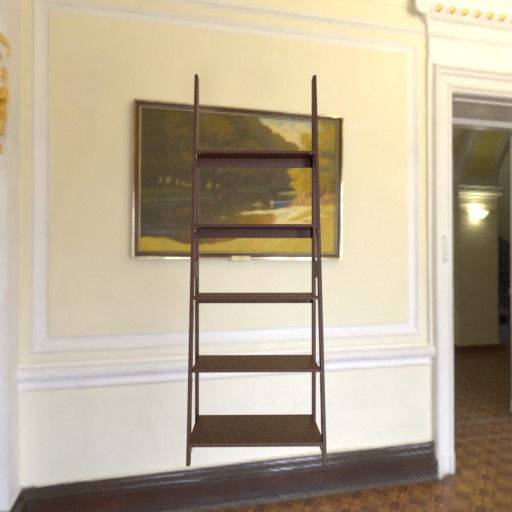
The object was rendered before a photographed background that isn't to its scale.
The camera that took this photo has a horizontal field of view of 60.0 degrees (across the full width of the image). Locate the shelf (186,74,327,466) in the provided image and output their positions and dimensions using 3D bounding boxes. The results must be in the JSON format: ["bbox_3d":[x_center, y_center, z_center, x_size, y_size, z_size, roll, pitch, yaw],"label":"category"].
[{"bbox_3d":[0.000,0.000,2.045,0.600,1.770,0.350,0,0,-1],"label":"shelf"}]
